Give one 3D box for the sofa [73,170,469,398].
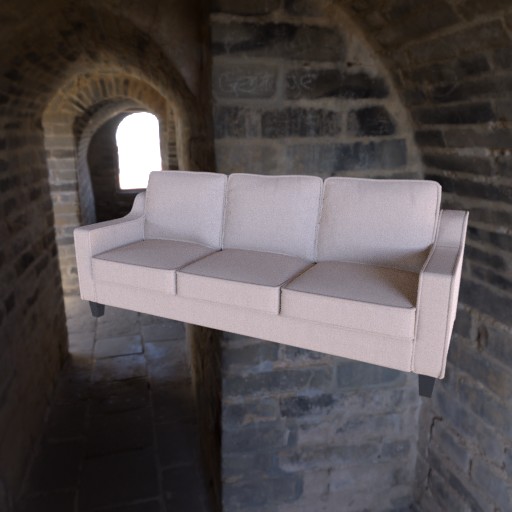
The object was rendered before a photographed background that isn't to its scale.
[{"bbox_3d":[0.000,0.000,2.548,2.131,0.902,0.791,7,16,26],"label":"sofa"}]
